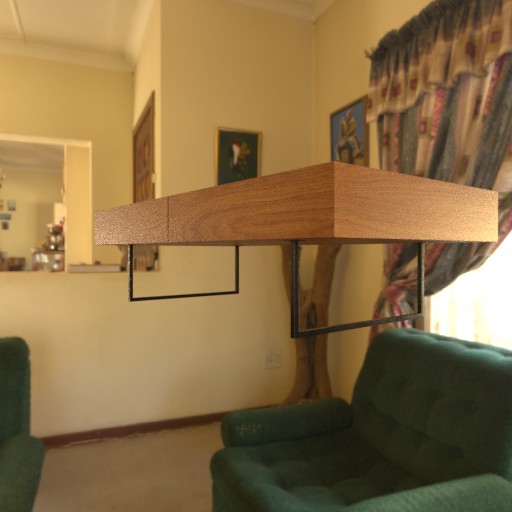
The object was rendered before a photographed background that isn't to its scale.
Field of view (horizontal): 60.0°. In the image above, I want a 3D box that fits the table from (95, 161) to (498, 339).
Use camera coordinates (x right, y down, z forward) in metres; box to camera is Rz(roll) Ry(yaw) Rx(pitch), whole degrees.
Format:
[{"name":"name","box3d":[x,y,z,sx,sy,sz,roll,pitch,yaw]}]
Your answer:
[{"name":"table","box3d":[0.000,0.000,1.397,0.610,0.330,1.194,0,1,-38]}]
